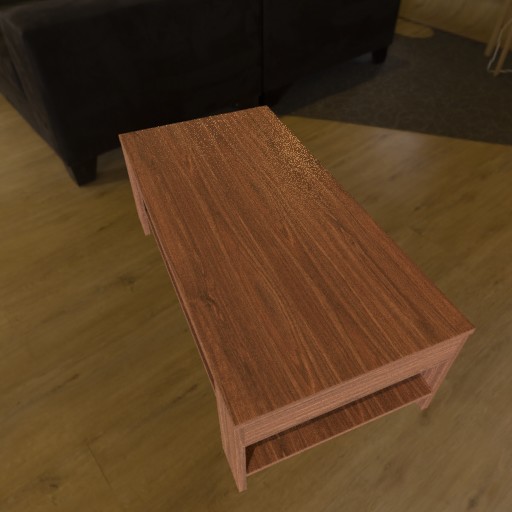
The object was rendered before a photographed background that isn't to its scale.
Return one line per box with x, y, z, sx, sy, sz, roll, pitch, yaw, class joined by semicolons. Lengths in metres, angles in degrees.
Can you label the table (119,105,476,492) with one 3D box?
0.000;0.000;1.477;0.600;0.400;1.200;-17;47;-16;table
